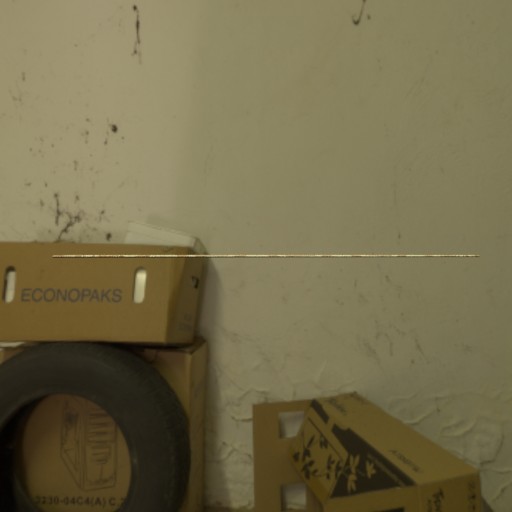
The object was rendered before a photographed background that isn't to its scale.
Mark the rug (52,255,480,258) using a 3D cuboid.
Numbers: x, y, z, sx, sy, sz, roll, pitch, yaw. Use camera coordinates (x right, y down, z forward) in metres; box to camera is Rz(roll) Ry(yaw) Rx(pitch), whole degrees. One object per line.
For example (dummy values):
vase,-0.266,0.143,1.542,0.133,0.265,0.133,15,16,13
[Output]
rug,0.000,0.000,3.079,2.435,0.011,1.526,0,0,-19
